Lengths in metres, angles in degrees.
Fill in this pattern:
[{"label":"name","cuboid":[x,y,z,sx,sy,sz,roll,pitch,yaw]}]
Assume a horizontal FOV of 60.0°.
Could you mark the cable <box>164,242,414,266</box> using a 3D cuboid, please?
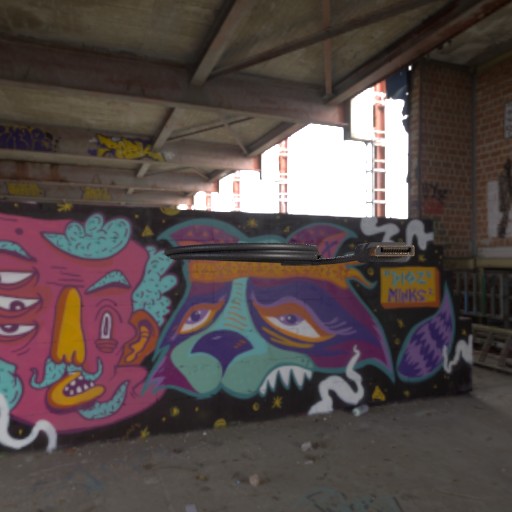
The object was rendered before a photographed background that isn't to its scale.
[{"label":"cable","cuboid":[0.000,0.000,0.329,0.136,0.015,0.281,0,-1,0]}]
